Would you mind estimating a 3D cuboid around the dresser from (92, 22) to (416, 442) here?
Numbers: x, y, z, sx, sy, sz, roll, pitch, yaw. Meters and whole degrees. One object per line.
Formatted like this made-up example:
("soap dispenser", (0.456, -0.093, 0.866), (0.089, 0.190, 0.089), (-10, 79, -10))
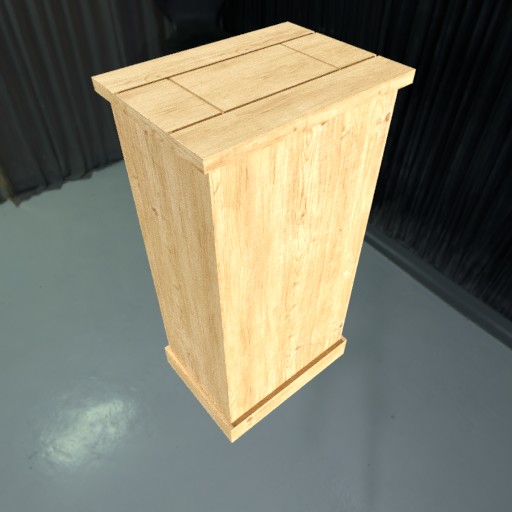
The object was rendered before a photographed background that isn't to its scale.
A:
("dresser", (0.000, 0.000, 1.264), (0.531, 1.041, 0.390), (-30, 52, -27))
